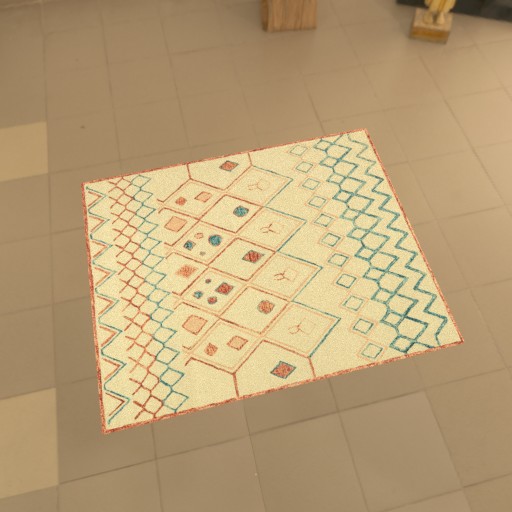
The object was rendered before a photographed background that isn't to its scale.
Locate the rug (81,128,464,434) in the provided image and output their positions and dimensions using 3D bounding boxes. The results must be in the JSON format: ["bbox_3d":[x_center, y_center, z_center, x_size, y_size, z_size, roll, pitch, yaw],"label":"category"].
[{"bbox_3d":[0.000,0.000,4.127,3.050,0.016,2.441,-12,64,-6],"label":"rug"}]
